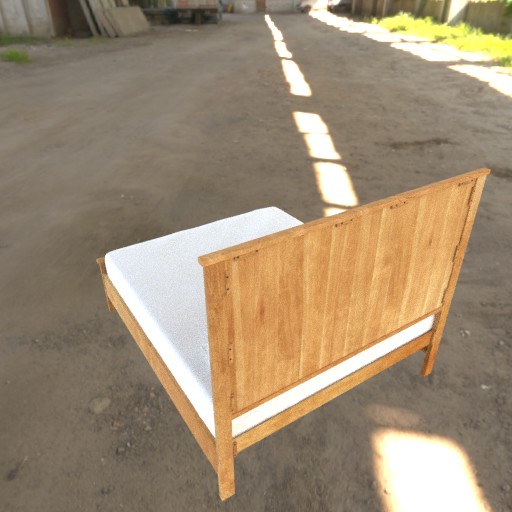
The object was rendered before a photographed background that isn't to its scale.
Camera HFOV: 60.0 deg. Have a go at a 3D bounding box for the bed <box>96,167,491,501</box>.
[{"bbox_3d":[0.000,0.000,3.950,2.225,1.938,2.530,-18,36,-28],"label":"bed"}]
